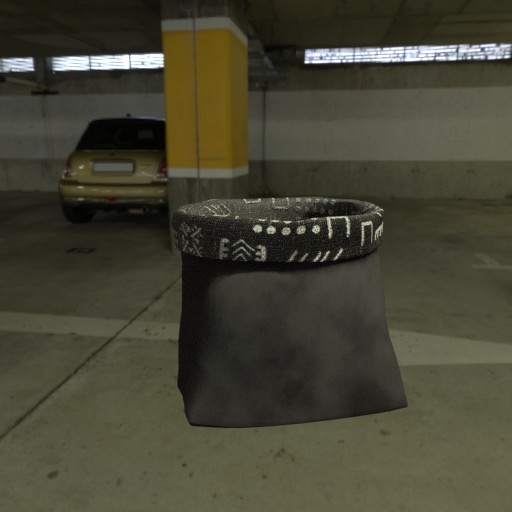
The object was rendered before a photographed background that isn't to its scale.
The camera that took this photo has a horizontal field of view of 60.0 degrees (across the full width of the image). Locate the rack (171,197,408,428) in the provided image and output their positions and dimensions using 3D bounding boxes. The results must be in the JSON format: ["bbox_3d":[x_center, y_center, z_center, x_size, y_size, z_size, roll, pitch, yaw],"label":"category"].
[{"bbox_3d":[0.000,0.000,1.072,0.379,0.323,0.905,-2,14,-9],"label":"rack"}]
